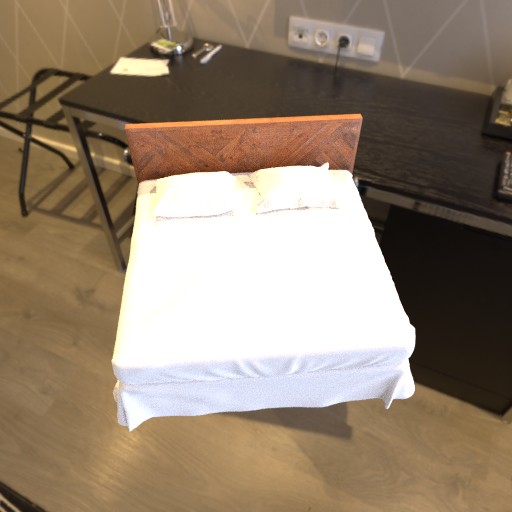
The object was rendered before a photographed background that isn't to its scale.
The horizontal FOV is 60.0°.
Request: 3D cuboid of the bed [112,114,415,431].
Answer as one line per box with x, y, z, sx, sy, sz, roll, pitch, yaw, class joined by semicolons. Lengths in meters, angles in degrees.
0.000;0.000;3.472;2.255;1.158;2.165;-4;47;-3;bed
